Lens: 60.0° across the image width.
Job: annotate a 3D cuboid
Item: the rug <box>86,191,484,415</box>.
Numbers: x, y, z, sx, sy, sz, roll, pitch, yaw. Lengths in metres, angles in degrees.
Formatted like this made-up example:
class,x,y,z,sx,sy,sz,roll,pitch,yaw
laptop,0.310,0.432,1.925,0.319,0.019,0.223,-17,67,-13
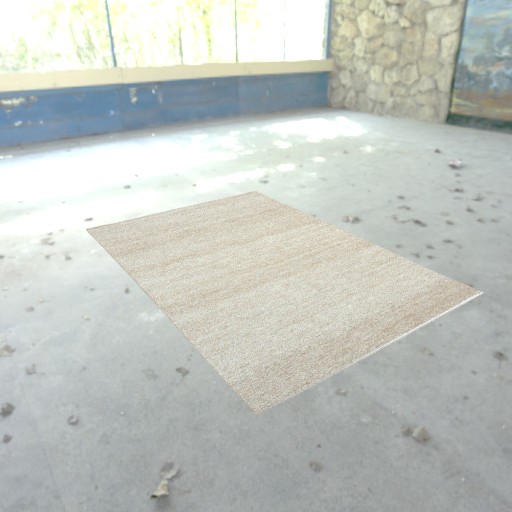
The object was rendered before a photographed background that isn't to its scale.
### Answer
class,x,y,z,sx,sy,sz,roll,pitch,yaw
rug,0.000,0.000,2.963,1.596,0.030,2.283,-17,31,-31
